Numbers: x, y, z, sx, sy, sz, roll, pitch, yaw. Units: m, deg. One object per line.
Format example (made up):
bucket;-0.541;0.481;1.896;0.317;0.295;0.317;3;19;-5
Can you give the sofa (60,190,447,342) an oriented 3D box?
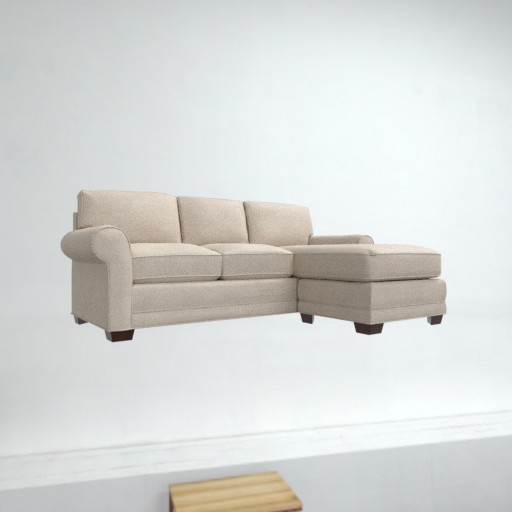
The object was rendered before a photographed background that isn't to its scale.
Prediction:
sofa;0.000;0.000;2.398;1.770;0.734;1.226;0;0;-35
